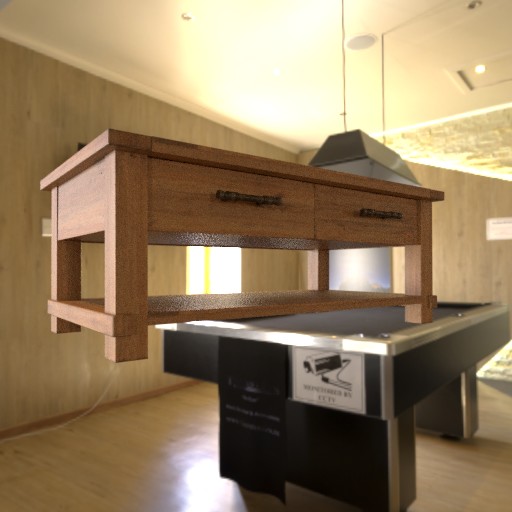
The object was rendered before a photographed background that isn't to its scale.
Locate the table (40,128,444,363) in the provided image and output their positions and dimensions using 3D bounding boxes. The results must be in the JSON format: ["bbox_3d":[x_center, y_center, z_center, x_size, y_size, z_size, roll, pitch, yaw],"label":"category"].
[{"bbox_3d":[0.000,0.000,1.561,1.270,0.494,0.693,1,-2,-37],"label":"table"}]
